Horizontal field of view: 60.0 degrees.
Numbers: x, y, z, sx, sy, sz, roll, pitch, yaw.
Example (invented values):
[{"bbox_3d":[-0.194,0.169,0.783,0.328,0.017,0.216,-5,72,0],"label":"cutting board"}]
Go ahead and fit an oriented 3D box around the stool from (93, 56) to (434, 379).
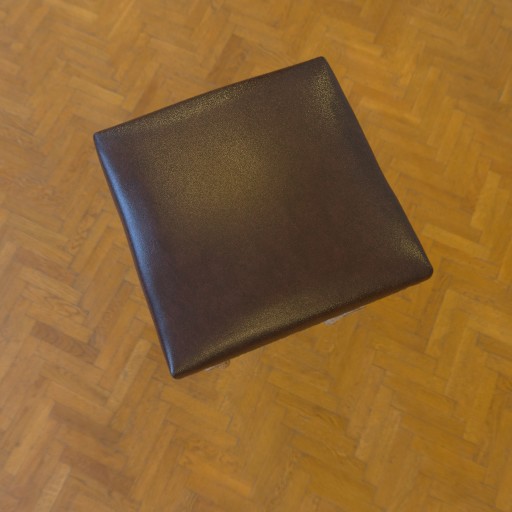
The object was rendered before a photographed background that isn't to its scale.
[{"bbox_3d":[0.000,0.000,0.920,0.383,0.702,0.382,-21,76,-5],"label":"stool"}]
